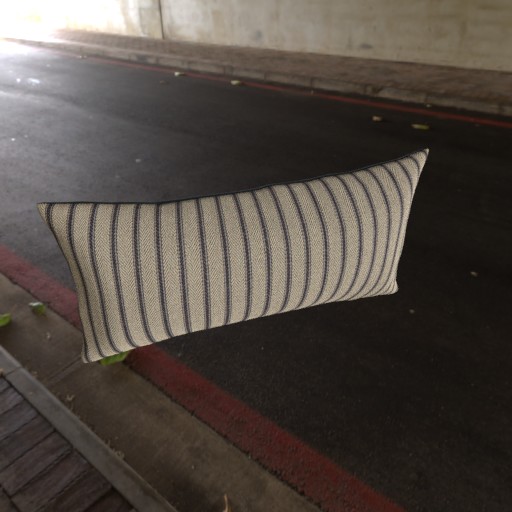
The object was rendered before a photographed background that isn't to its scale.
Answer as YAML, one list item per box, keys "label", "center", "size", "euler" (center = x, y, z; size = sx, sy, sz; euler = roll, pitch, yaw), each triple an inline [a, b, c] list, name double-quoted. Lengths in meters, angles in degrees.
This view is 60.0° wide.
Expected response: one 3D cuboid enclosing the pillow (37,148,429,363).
- label: "pillow"
  center: [0.000, 0.000, 0.738]
  size: [0.609, 0.305, 0.151]
  euler: [-10, 33, -16]
